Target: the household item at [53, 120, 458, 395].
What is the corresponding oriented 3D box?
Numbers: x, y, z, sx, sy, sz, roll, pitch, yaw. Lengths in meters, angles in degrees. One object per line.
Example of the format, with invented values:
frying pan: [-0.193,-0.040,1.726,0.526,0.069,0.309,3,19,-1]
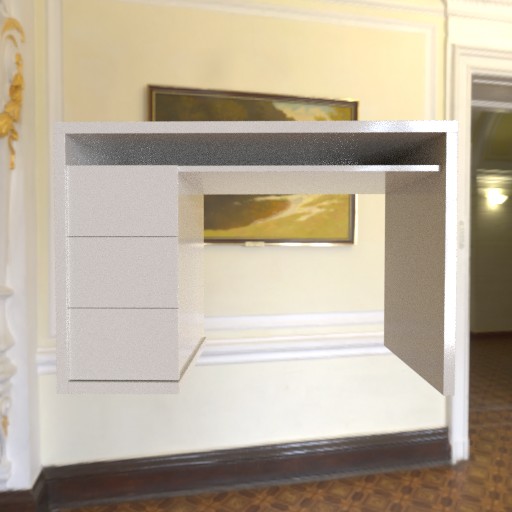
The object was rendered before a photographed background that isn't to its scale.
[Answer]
household item: [0.000,0.000,1.511,1.100,0.749,0.597,0,2,1]
